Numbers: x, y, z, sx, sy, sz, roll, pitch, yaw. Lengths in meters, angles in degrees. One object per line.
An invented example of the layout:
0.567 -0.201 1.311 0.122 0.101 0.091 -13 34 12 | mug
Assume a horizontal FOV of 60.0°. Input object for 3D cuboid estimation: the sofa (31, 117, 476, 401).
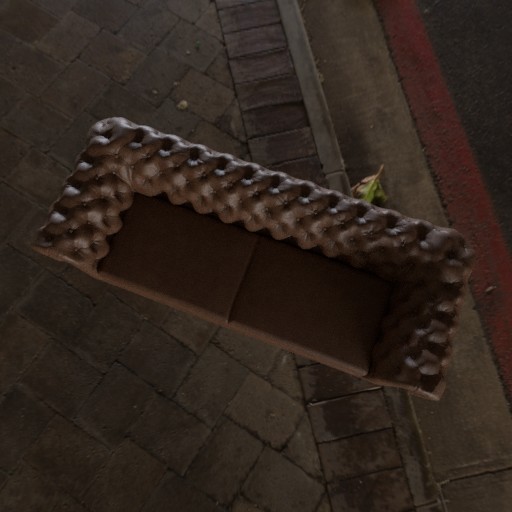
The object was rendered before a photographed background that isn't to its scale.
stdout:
0.000 0.000 2.764 2.385 0.783 0.944 20 76 5 | sofa
